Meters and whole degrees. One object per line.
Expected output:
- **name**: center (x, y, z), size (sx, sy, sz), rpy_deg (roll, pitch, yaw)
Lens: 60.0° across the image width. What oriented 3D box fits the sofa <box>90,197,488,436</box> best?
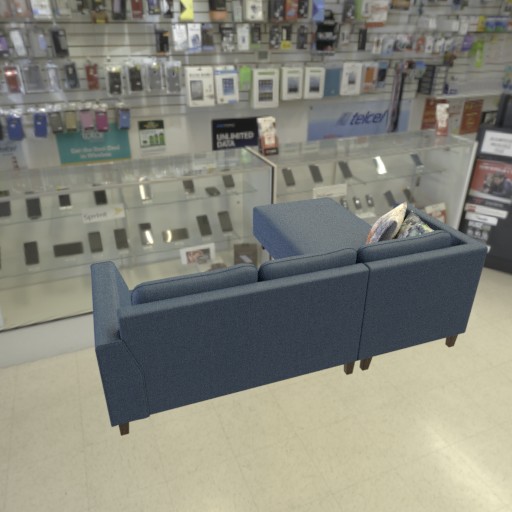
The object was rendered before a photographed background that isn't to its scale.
- **sofa**: center (0.000, 0.000, 3.060), size (2.120, 0.787, 1.829), rpy_deg (-9, 29, -17)
